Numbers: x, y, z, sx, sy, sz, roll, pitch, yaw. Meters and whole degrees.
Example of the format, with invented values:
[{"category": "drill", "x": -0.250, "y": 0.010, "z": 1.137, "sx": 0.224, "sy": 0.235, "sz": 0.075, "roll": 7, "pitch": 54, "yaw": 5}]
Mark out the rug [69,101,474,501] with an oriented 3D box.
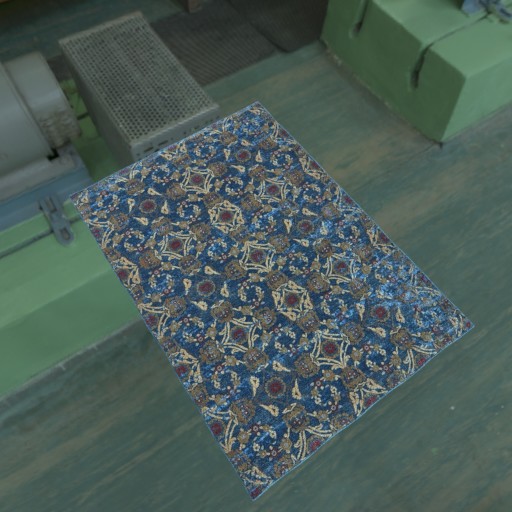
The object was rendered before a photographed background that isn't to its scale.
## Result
[{"category": "rug", "x": 0.000, "y": 0.000, "z": 4.165, "sx": 2.337, "sy": 0.013, "sz": 3.291, "roll": -32, "pitch": 67, "yaw": -15}]
